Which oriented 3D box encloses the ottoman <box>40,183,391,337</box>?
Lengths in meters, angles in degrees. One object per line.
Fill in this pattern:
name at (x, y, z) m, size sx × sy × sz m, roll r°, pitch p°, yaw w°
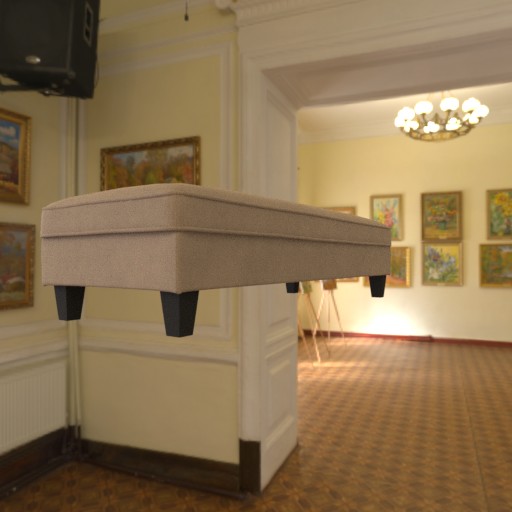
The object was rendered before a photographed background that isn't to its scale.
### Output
ottoman at (0.000, 0.000, 2.053) m, size 0.735 × 0.460 × 1.726 m, roll 0°, pitch -1°, yaw 35°
